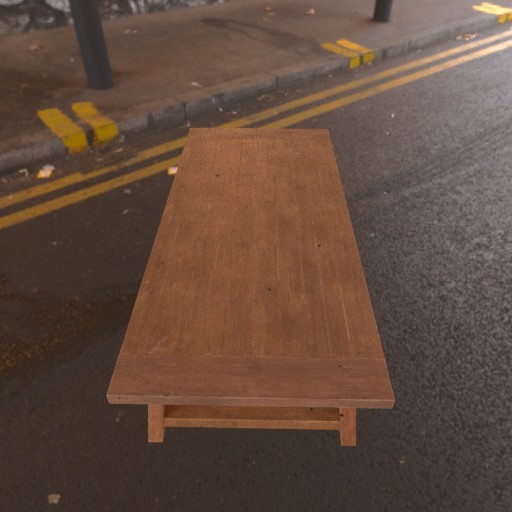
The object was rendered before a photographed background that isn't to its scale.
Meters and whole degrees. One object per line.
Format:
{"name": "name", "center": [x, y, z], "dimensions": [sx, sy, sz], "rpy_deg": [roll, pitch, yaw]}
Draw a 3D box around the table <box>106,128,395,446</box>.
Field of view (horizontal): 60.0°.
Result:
{"name": "table", "center": [0.000, 0.000, 2.095], "dimensions": [0.820, 0.465, 1.800], "rpy_deg": [1, 40, 1]}
